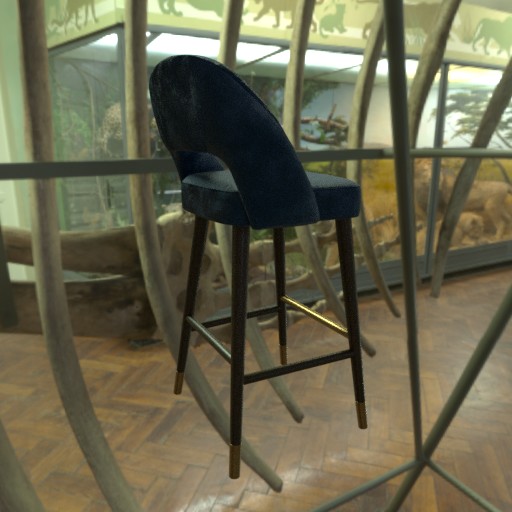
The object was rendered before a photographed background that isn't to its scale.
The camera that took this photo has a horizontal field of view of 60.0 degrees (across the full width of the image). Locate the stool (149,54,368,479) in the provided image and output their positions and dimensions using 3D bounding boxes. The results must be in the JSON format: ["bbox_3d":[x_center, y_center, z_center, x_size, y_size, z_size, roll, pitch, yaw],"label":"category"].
[{"bbox_3d":[0.000,0.000,1.274,0.515,1.016,0.514,-8,16,-28],"label":"stool"}]
